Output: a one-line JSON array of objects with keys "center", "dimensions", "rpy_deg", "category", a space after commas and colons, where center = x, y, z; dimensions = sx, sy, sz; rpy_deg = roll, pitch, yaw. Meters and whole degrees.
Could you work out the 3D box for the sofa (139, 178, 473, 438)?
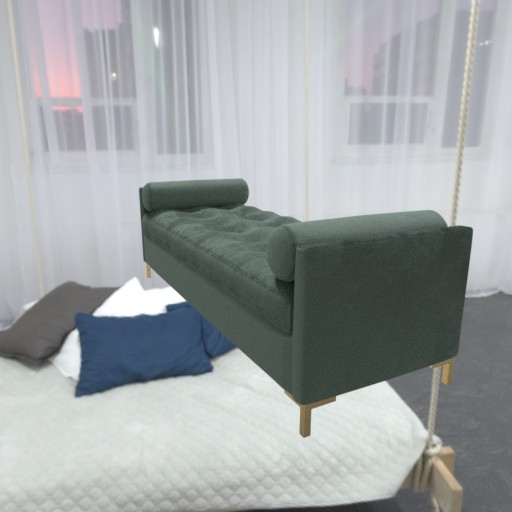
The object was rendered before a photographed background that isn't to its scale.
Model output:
[{"center": [0.000, 0.000, 2.454], "dimensions": [0.796, 0.705, 2.102], "rpy_deg": [-8, 16, -27], "category": "sofa"}]
